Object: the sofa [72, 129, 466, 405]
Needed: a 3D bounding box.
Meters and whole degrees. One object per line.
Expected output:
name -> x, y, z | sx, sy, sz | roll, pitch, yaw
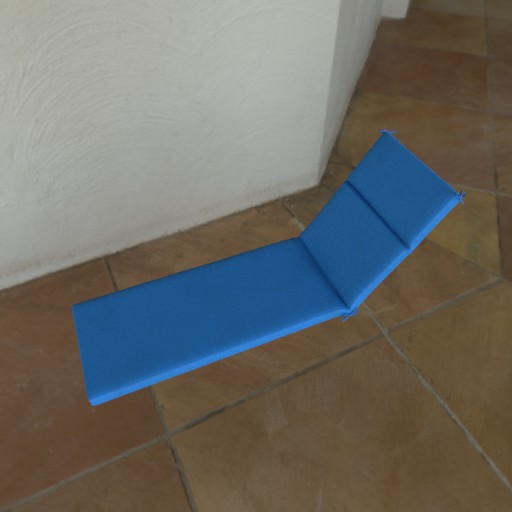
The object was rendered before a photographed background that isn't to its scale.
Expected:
sofa -> 0.000, 0.000, 1.951 | 1.663, 0.622, 0.582 | -17, 49, -15
